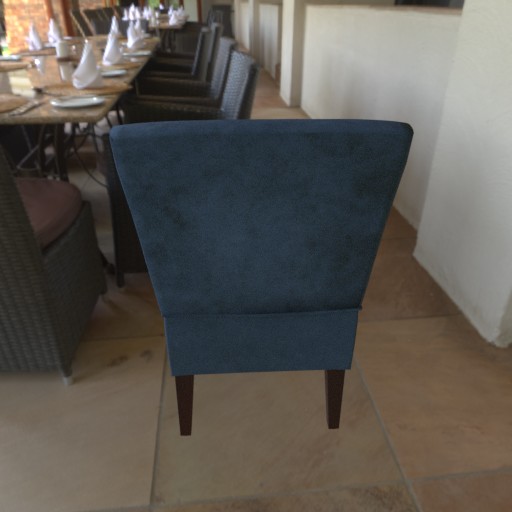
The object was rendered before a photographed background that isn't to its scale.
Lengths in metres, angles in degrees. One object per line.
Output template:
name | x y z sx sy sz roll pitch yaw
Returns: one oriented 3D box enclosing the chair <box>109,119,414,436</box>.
chair | 0.000 0.000 1.165 0.521 0.806 0.551 -1 30 -3
